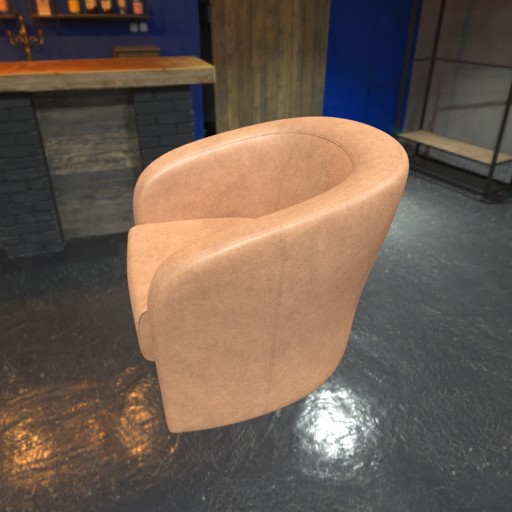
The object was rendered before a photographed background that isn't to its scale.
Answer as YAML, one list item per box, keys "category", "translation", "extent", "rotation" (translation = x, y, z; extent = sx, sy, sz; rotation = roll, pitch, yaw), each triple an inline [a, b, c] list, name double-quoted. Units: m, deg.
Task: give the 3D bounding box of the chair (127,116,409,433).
- category: "chair"
  translation: [0.000, 0.000, 1.441]
  extent: [0.815, 0.771, 0.791]
  rotation: [-8, 31, -14]
